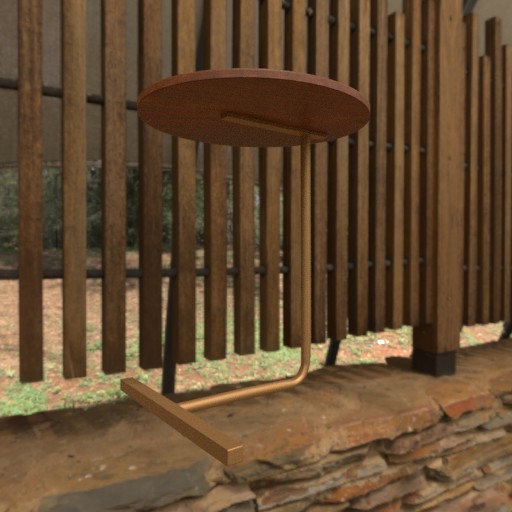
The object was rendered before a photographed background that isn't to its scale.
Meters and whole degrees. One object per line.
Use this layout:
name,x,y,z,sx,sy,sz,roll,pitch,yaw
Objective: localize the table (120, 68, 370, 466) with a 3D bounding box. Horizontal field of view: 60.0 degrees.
table,0.000,0.000,1.104,0.577,0.706,0.530,0,1,-36
